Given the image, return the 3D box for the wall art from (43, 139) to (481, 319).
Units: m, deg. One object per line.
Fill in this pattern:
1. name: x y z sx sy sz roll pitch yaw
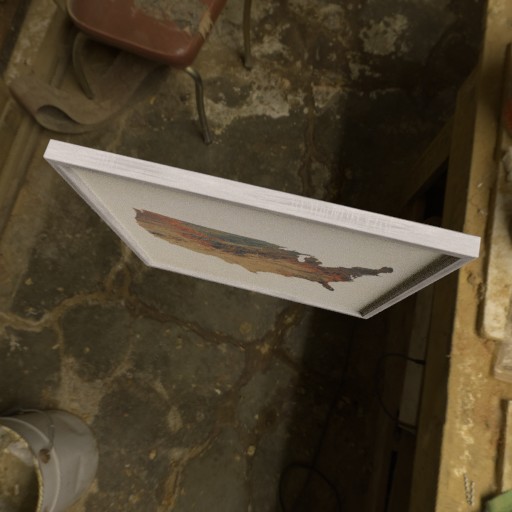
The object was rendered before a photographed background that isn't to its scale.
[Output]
1. wall art: 0.000 0.000 0.446 0.303 0.303 0.015 13 75 4
